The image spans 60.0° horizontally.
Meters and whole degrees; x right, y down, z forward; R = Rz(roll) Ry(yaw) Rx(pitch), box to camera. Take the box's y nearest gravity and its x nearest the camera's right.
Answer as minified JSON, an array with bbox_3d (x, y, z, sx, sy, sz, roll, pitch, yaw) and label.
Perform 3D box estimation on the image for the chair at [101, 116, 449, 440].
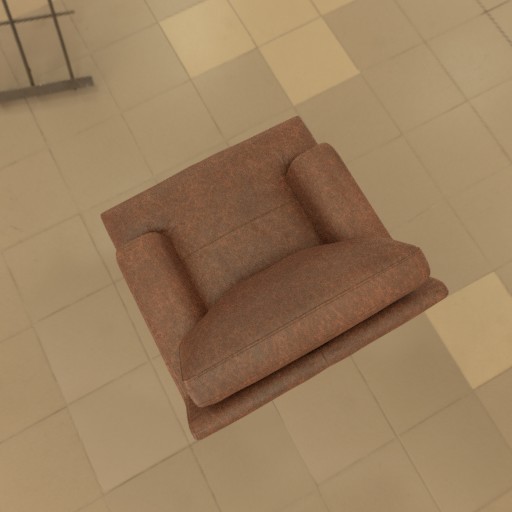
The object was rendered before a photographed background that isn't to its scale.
[{"bbox_3d":[0.000,0.000,2.044,1.168,0.939,1.143,-28,78,-7],"label":"chair"}]
